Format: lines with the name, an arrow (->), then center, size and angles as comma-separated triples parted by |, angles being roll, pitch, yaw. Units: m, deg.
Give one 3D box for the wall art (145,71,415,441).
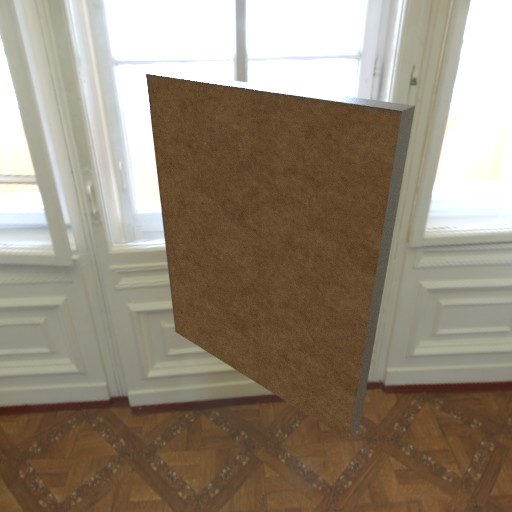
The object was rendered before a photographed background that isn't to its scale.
wall art -> 0.000, 0.000, 0.767 | 0.453, 0.554, 0.037 | 23, 37, 34
